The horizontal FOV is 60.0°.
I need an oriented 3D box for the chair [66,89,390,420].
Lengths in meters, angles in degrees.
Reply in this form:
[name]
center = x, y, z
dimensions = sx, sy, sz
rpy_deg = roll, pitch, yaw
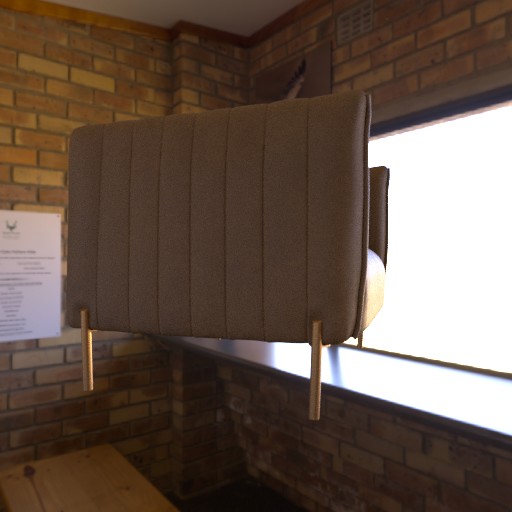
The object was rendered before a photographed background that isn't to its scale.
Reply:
[chair]
center = 0.000, 0.000, 1.578
dimensions = 0.876, 0.779, 0.981
rpy_deg = 0, -1, 20
